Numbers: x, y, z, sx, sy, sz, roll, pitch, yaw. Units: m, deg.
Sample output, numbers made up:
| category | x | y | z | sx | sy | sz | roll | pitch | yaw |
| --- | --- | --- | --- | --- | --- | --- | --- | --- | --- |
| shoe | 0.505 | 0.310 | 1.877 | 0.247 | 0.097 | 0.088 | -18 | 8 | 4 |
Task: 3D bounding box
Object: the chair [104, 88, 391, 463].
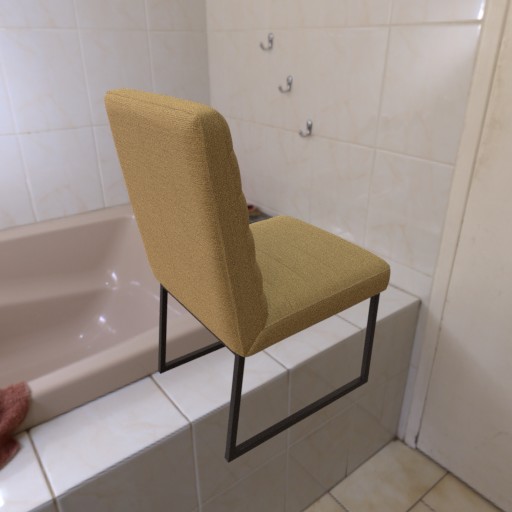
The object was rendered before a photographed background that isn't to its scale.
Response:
| category | x | y | z | sx | sy | sz | roll | pitch | yaw |
| --- | --- | --- | --- | --- | --- | --- | --- | --- | --- |
| chair | 0.000 | 0.000 | 1.311 | 0.634 | 0.930 | 0.520 | -17 | 30 | -31 |
